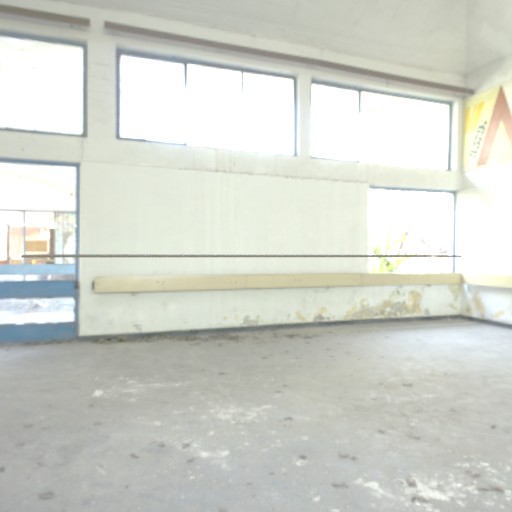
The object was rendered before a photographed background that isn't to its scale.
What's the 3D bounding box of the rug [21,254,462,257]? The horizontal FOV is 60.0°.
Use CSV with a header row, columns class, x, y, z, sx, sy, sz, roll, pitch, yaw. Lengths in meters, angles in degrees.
class,x,y,z,sx,sy,sz,roll,pitch,yaw
rug,0.000,0.000,2.016,1.827,0.012,0.553,0,0,-19
